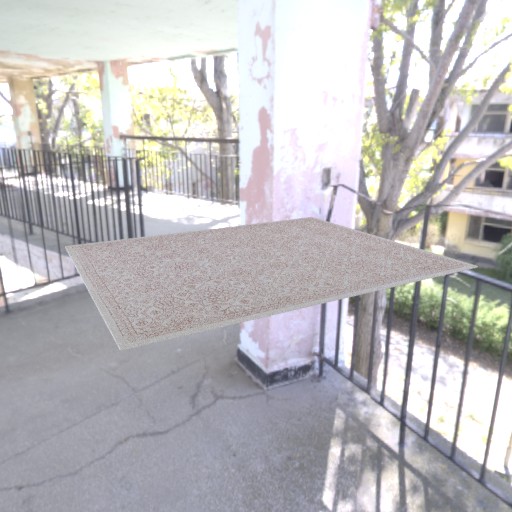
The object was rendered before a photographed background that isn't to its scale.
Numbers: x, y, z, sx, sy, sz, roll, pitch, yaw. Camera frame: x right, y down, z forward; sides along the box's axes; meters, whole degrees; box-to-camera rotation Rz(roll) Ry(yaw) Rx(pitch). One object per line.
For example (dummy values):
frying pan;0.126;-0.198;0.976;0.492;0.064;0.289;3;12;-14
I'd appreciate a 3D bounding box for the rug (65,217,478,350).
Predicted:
rug;0.000;0.000;4.151;3.050;0.015;2.441;-9;19;-28
